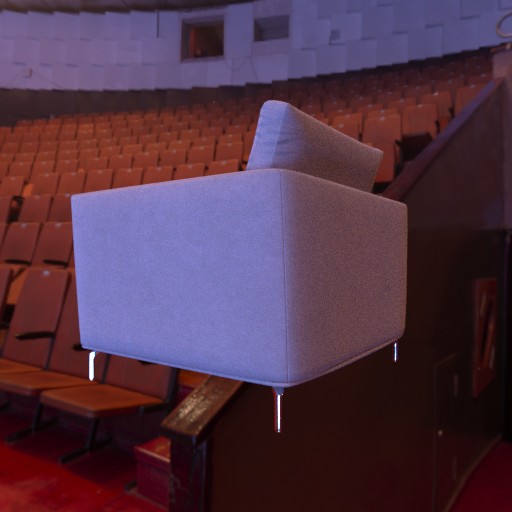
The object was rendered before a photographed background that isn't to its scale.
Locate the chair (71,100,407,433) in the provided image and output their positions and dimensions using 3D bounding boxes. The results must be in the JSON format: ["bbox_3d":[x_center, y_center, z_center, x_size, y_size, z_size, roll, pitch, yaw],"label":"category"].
[{"bbox_3d":[0.000,0.000,1.677,0.889,0.864,1.041,0,0,36],"label":"chair"}]
